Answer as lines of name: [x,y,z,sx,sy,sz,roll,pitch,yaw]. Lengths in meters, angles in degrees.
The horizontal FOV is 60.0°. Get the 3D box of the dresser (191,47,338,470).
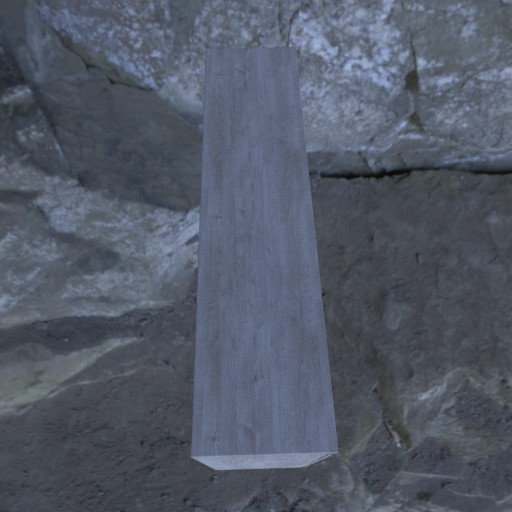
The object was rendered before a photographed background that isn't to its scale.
dresser: [0.000,0.000,1.867,0.390,0.795,1.590,-2,62,-1]
